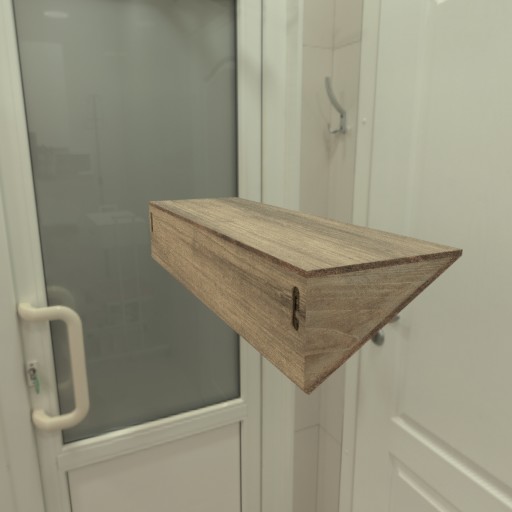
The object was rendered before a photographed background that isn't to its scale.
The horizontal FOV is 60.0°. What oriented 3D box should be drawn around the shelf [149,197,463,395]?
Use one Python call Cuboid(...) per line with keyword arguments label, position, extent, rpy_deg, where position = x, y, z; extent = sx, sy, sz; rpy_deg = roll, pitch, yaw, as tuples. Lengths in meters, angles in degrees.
Cuboid(label="shelf", position=(0.000, 0.000, 0.718), extent=(0.200, 0.125, 0.610), rpy_deg=(-7, 15, -26))
